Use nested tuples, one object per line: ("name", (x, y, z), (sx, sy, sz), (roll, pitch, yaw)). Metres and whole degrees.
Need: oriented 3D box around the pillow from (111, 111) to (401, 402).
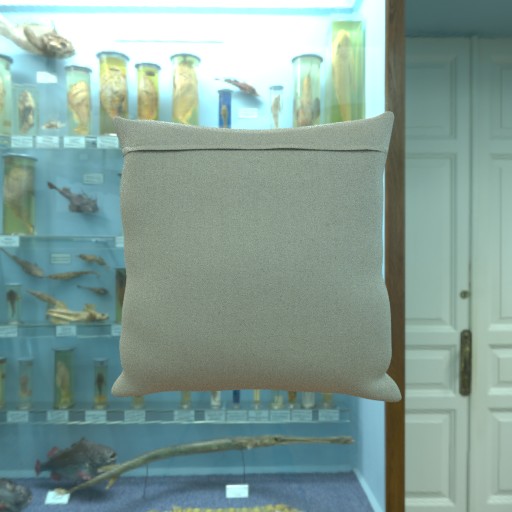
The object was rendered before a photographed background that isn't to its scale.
("pillow", (0.000, 0.000, 0.679), (0.440, 0.441, 0.182), (0, 0, 0))
